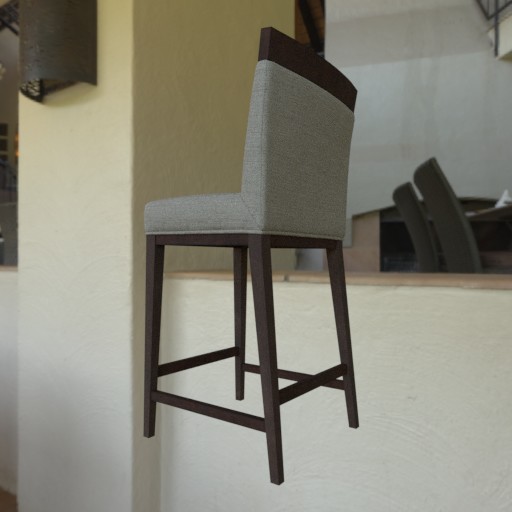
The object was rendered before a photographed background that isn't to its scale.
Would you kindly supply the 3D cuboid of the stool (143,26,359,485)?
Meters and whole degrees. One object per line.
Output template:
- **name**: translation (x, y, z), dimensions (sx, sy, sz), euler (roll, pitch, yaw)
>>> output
- **stool**: translation (0.000, 0.000, 1.411), dimensions (0.531, 1.117, 0.511), euler (0, -1, 37)
